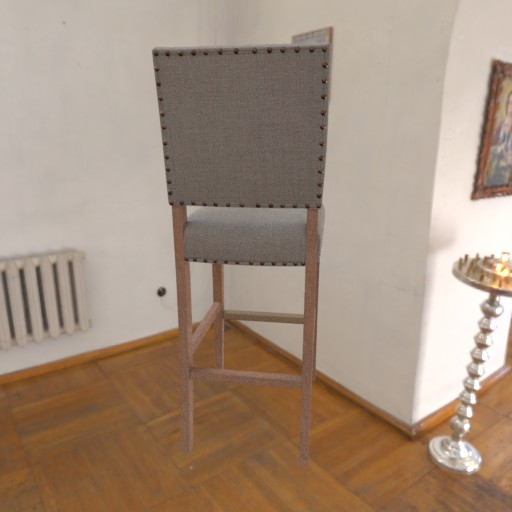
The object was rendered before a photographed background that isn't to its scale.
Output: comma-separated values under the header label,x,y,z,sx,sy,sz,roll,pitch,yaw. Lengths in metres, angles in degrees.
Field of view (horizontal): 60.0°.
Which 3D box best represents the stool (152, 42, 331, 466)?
label,x,y,z,sx,sy,sz,roll,pitch,yaw
stool,0.000,0.000,1.475,0.445,1.203,0.585,2,16,8
